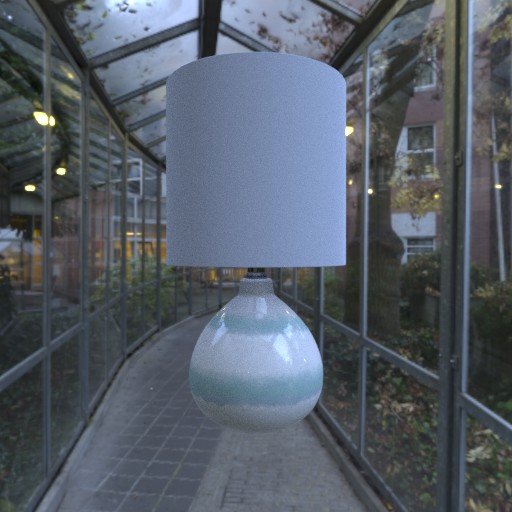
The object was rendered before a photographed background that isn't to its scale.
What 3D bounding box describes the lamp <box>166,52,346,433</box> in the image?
[{"bbox_3d":[0.000,0.000,0.545,0.217,0.404,0.217,0,1,19],"label":"lamp"}]
